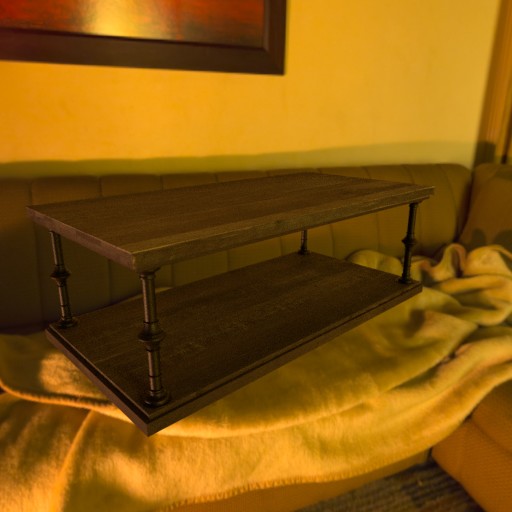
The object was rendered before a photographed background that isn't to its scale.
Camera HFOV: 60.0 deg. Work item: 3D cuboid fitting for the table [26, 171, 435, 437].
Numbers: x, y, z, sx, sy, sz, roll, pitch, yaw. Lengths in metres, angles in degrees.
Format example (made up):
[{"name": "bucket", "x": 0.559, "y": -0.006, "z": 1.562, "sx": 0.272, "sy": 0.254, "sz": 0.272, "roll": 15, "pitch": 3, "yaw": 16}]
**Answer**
[{"name": "table", "x": 0.000, "y": 0.000, "z": 1.347, "sx": 1.088, "sy": 0.373, "sz": 0.554, "roll": -16, "pitch": 23, "yaw": -41}]
